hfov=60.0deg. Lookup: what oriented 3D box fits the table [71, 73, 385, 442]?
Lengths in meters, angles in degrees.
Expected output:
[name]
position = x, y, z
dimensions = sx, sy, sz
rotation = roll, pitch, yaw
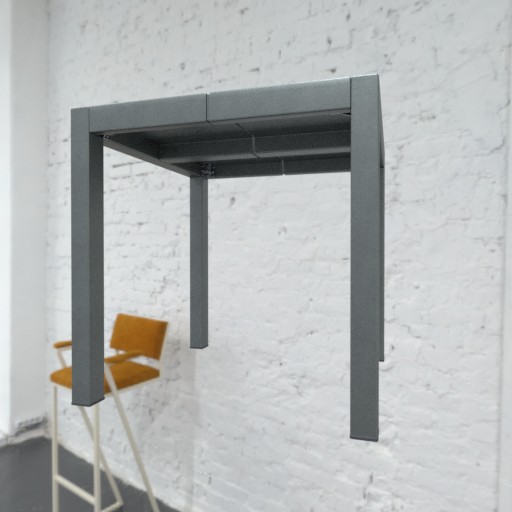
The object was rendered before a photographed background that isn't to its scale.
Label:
[table]
position = 0.000, 0.000, 0.924
dimensions = 0.508, 0.508, 0.508
rotation = 0, 1, 17
